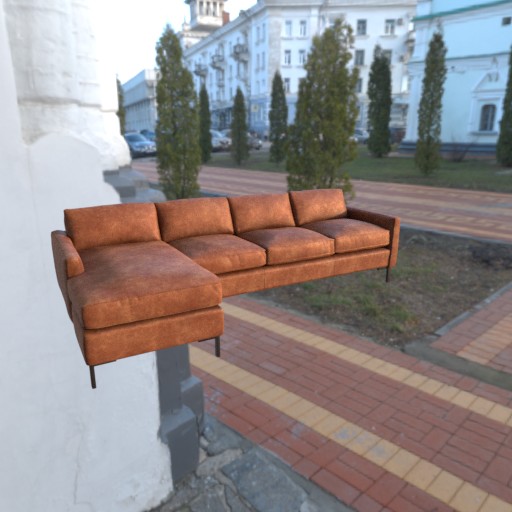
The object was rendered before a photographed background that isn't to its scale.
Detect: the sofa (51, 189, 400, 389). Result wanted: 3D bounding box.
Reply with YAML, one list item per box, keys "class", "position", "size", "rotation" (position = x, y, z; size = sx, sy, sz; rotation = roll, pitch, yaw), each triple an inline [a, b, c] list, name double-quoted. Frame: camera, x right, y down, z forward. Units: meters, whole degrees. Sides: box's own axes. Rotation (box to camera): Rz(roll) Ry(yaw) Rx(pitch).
- class: "sofa"
  position: [0.000, 0.000, 3.698]
  size: [2.993, 0.859, 1.471]
  rotation: [-8, 18, -28]
